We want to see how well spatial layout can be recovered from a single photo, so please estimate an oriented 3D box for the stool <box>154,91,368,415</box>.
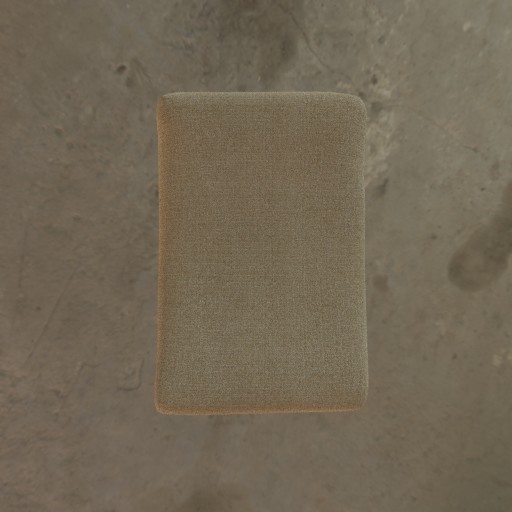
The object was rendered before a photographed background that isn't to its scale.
[{"bbox_3d":[0.000,0.000,1.043,0.363,0.768,0.509,0,89,-1],"label":"stool"}]
